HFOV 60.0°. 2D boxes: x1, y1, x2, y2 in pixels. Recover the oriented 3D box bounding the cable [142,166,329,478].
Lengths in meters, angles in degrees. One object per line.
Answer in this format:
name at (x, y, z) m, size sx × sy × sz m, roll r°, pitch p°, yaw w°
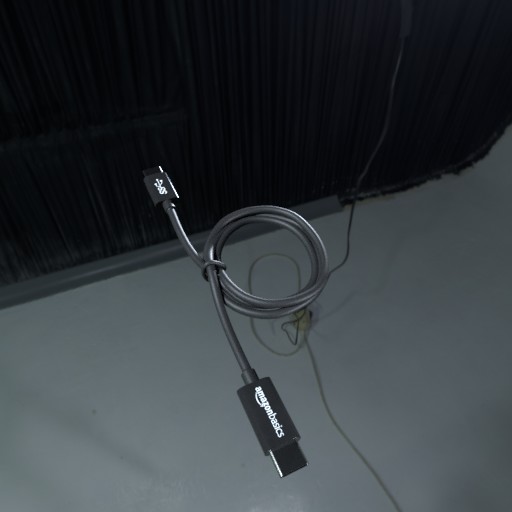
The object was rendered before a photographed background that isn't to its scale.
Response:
cable at (0.000, 0.000, 0.213) m, size 0.070 × 0.014 × 0.186 m, roll -18°, pitch 50°, yaw -16°
